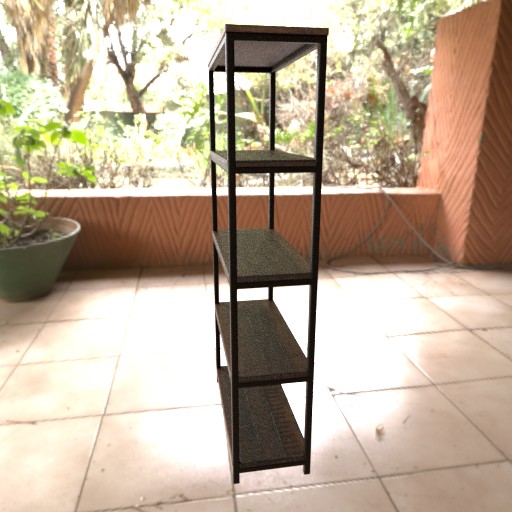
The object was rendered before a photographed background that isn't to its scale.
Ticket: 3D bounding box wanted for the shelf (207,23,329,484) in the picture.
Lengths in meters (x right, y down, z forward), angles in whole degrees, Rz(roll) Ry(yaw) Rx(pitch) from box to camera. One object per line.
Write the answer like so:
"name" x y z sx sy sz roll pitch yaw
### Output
"shelf" 0.000 0.000 2.165 0.359 1.860 0.874 -3 16 -10
